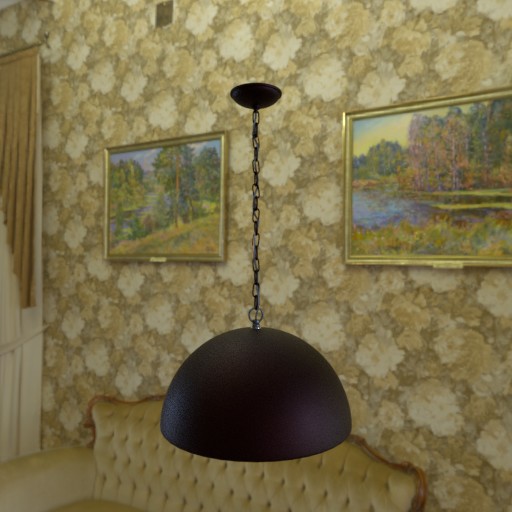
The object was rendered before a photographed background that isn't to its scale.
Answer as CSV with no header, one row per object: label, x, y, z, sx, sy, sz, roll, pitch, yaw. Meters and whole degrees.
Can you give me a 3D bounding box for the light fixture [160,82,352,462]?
light fixture,0.000,0.000,1.173,0.492,0.869,0.492,1,-2,-18
